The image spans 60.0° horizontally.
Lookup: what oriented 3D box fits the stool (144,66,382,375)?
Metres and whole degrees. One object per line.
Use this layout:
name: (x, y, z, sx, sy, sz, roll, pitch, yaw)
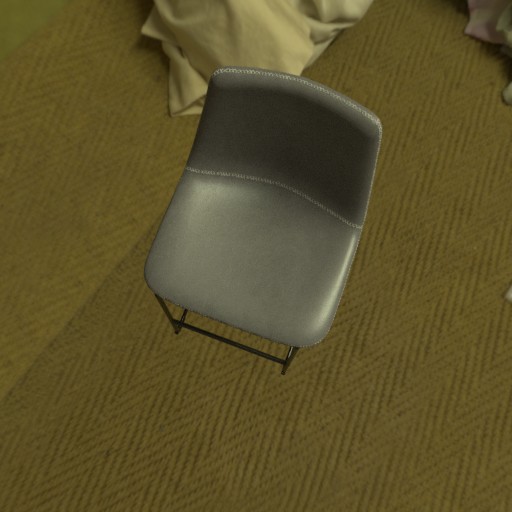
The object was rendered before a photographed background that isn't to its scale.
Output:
stool: (0.000, 0.000, 1.217, 0.470, 0.876, 0.546, 20, 77, 5)
